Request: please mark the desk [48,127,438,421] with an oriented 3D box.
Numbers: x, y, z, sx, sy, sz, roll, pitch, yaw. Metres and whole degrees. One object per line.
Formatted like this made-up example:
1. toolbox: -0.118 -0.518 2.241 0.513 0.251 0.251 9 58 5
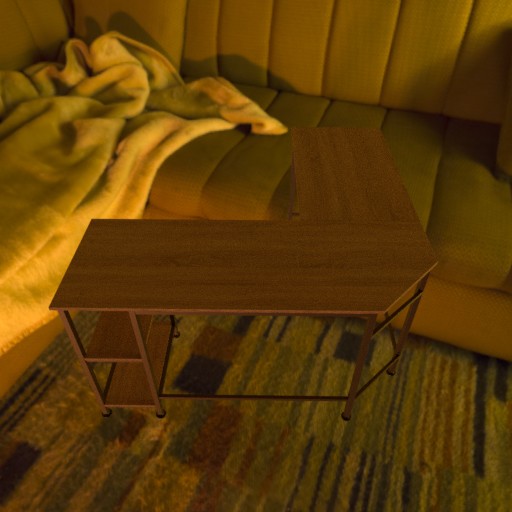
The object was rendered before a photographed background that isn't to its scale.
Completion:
1. desk: 0.000 0.000 2.245 1.379 0.739 1.379 1 42 1
